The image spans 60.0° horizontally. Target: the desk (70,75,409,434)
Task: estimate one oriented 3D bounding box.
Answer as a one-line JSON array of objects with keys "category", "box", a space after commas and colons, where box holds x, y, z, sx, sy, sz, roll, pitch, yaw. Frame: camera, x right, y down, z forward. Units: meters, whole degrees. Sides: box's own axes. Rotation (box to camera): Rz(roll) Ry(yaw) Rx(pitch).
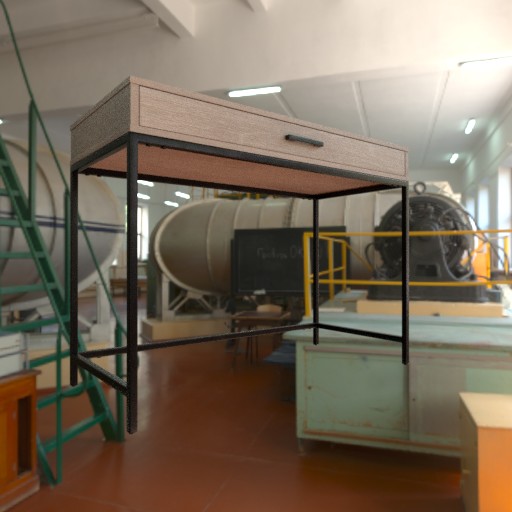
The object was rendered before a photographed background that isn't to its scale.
[{"category": "desk", "box": [0.000, 0.000, 1.423, 1.016, 0.762, 0.470, 0, 0, -38]}]
